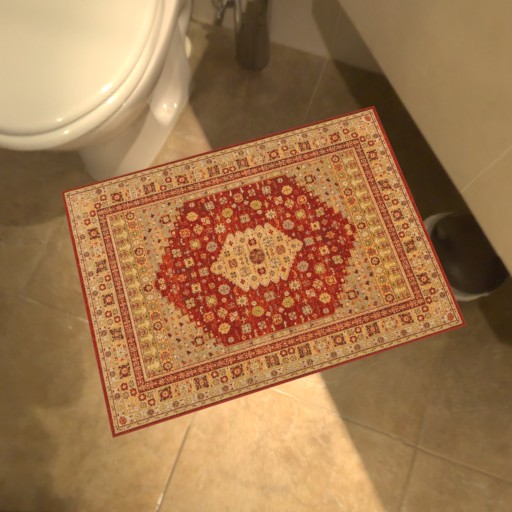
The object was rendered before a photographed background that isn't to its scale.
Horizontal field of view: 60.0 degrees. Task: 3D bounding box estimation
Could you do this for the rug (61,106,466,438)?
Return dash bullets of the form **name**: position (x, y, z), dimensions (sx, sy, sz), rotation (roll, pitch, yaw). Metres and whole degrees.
- **rug**: position (0.000, 0.000, 2.828), dimensions (2.211, 0.013, 1.593), rotation (-16, 76, -4)
